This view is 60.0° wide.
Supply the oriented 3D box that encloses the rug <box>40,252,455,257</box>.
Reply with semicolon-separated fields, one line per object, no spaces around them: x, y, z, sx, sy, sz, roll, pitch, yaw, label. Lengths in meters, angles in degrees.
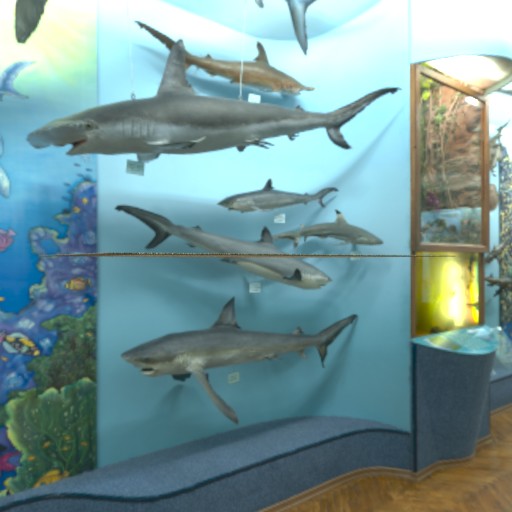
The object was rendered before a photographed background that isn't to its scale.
0.000;0.000;3.003;2.435;0.006;1.521;0;-1;-35;rug
